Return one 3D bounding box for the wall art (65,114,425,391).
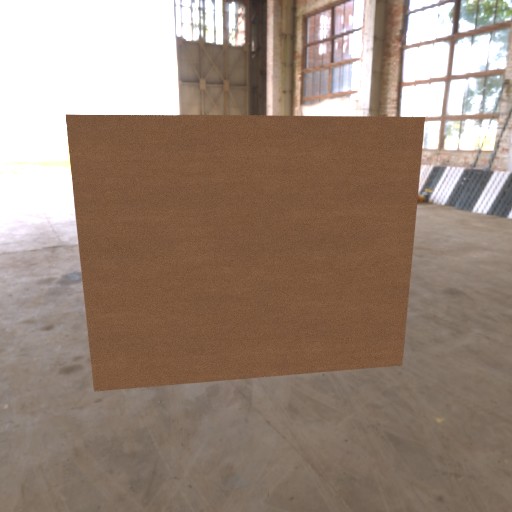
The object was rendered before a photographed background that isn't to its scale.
[{"bbox_3d":[0.000,0.000,0.675,0.508,0.408,0.010,-2,15,-9],"label":"wall art"}]
